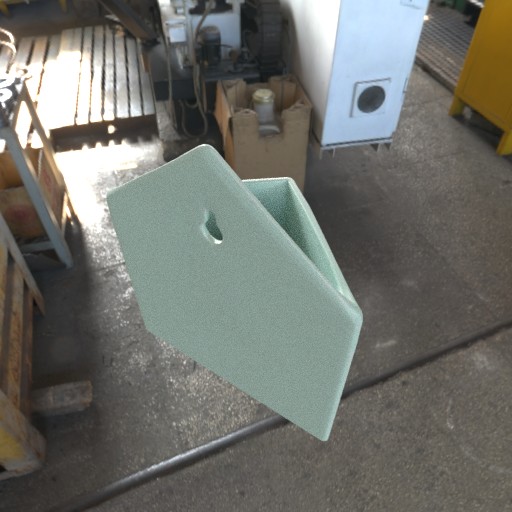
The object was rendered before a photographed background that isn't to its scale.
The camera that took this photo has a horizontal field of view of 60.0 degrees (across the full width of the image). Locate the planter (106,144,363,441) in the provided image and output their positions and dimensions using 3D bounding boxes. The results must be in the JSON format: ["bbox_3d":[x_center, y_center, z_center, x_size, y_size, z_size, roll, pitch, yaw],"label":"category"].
[{"bbox_3d":[0.000,0.000,0.276,0.164,0.197,0.079,26,52,23],"label":"planter"}]
